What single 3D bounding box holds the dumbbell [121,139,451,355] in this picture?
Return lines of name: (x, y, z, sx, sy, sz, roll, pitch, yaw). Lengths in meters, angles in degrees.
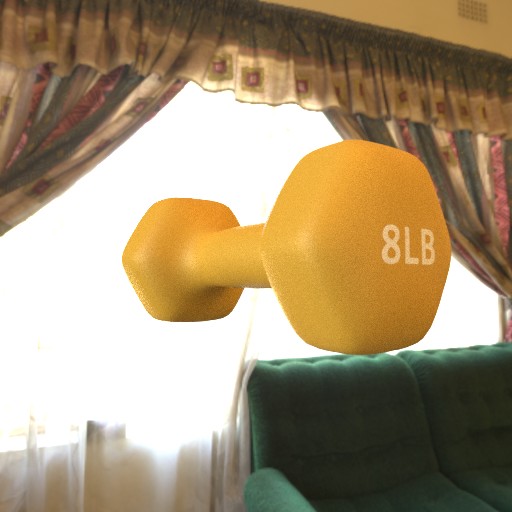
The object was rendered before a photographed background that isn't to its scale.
dumbbell: (0.000, 0.000, 0.239, 0.090, 0.082, 0.190, 2, -4, -36)
